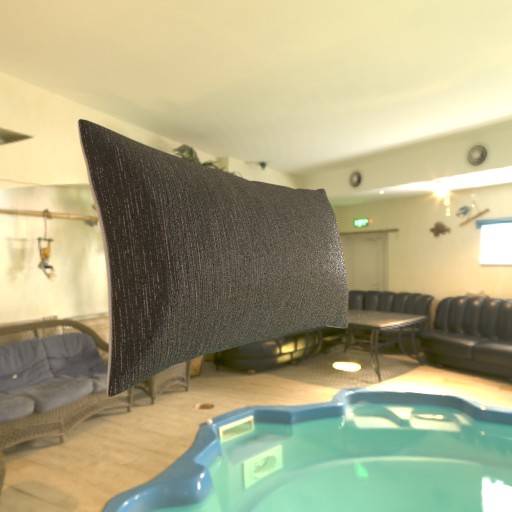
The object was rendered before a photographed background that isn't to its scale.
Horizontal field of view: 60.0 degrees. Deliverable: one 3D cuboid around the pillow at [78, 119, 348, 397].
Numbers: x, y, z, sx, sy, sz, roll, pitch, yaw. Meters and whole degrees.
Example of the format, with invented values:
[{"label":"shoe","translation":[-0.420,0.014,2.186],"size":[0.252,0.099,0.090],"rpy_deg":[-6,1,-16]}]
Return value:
[{"label":"pillow","translation":[0.000,0.000,0.729],"size":[0.156,0.305,0.608],"rpy_deg":[0,-1,36]}]
